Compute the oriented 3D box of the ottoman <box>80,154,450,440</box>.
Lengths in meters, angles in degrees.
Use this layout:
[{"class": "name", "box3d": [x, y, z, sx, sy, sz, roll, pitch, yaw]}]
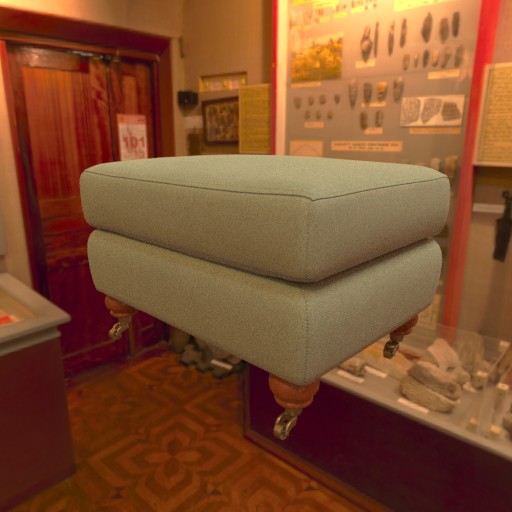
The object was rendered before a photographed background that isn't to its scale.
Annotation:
[{"class": "ottoman", "box3d": [0.000, 0.000, 1.137, 0.773, 0.499, 0.569, 14, 21, 42]}]
